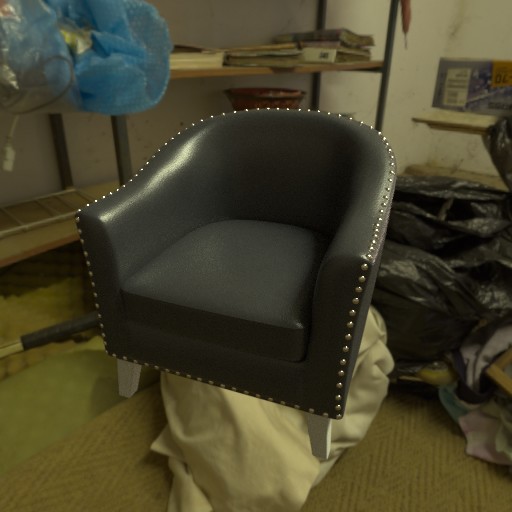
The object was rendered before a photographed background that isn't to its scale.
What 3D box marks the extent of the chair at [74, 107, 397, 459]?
[{"bbox_3d":[0.000,0.000,1.430,0.794,0.823,0.748,10,28,19],"label":"chair"}]
